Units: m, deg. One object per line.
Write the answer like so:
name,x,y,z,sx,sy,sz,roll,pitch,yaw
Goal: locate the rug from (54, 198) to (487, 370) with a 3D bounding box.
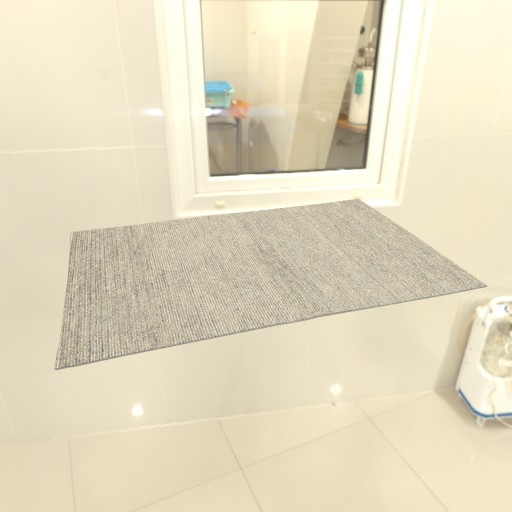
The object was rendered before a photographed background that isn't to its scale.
rug,0.000,0.000,2.217,1.804,0.022,1.162,-8,29,-15
